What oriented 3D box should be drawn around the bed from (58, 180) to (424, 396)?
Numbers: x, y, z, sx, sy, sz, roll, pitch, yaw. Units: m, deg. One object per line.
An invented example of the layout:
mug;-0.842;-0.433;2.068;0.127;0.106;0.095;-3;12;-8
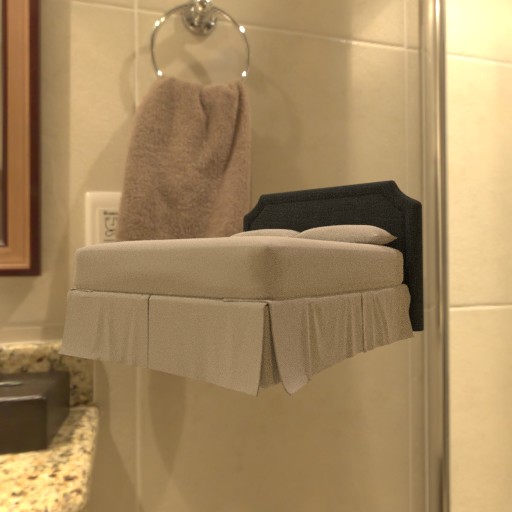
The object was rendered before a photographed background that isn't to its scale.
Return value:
bed;0.000;0.000;3.306;1.828;1.297;2.208;-1;-1;36
